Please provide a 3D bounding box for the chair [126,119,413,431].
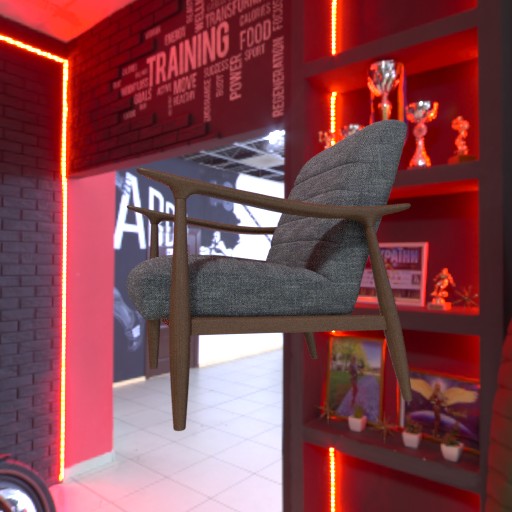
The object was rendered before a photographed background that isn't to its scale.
[{"bbox_3d":[0.000,0.000,1.452,0.798,0.832,0.741,0,-1,-18],"label":"chair"}]
